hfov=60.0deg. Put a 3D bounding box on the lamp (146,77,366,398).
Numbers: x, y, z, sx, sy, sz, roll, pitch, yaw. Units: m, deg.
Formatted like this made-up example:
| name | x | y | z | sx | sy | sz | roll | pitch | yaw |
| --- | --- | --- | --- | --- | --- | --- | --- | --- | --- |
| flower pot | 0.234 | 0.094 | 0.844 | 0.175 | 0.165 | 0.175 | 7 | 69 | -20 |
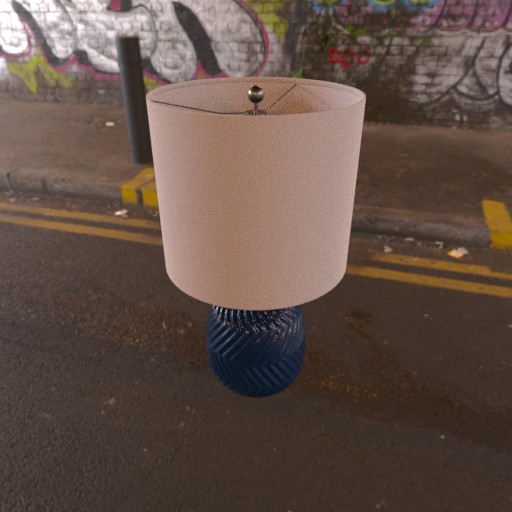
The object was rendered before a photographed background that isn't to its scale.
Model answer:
| name | x | y | z | sx | sy | sz | roll | pitch | yaw |
| --- | --- | --- | --- | --- | --- | --- | --- | --- | --- |
| lamp | 0.000 | 0.000 | 0.507 | 0.203 | 0.368 | 0.203 | -18 | 34 | -28 |
